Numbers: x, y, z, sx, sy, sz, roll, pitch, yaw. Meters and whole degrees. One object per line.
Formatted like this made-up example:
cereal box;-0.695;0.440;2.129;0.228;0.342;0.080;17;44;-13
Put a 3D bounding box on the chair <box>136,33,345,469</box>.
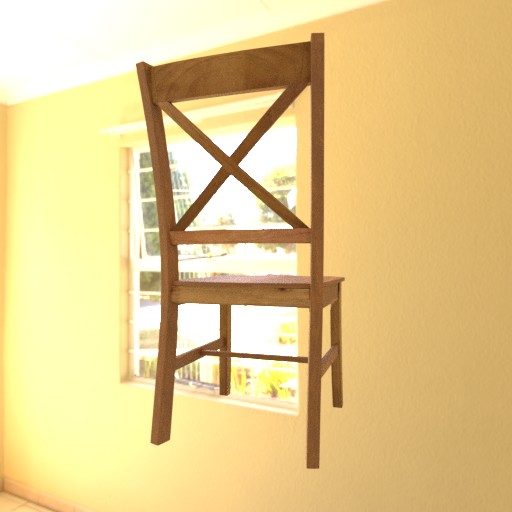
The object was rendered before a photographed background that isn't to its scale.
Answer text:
chair;0.000;0.000;1.287;0.485;0.983;0.542;0;0;19
